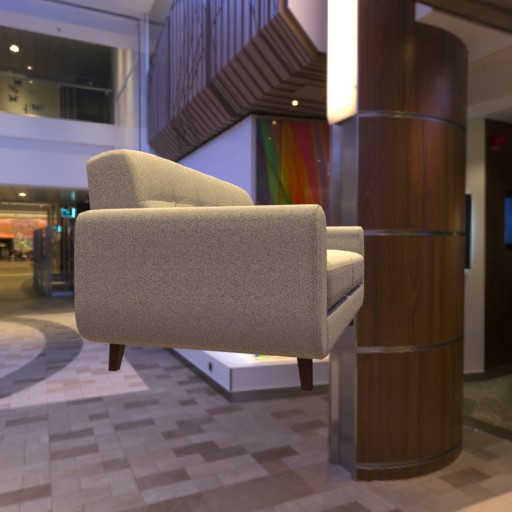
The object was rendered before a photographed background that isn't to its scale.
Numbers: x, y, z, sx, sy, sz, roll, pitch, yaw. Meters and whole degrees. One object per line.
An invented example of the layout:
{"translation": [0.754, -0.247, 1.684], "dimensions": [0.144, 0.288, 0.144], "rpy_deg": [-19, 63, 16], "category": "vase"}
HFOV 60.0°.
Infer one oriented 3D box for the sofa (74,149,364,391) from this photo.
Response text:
{"translation": [0.000, 0.000, 2.286], "dimensions": [0.980, 0.892, 1.655], "rpy_deg": [0, 1, 18], "category": "sofa"}
